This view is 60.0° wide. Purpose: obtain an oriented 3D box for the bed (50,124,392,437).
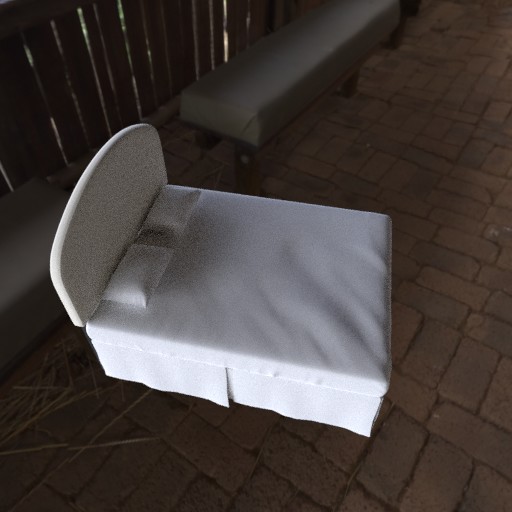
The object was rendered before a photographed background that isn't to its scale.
[{"bbox_3d":[0.000,0.000,3.084,2.005,1.410,1.607,9,47,8],"label":"bed"}]
